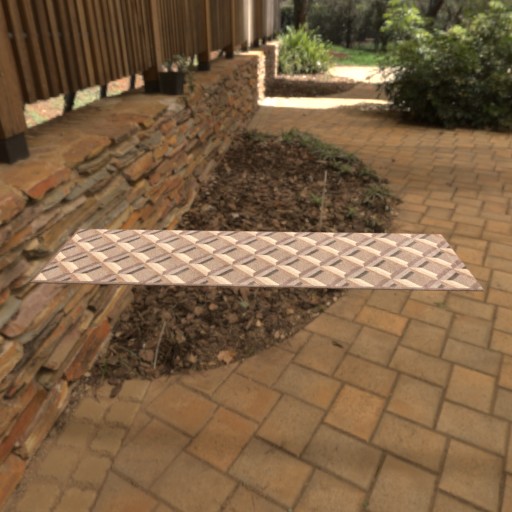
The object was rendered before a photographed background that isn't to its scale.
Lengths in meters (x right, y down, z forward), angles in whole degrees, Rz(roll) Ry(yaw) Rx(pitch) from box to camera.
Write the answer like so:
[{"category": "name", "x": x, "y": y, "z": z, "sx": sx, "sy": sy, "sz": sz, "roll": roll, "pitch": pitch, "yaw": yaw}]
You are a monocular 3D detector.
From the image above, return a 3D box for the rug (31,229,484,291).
[{"category": "rug", "x": 0.000, "y": 0.000, "z": 2.675, "sx": 2.437, "sy": 0.013, "sz": 0.685, "roll": 1, "pitch": 28, "yaw": 2}]
